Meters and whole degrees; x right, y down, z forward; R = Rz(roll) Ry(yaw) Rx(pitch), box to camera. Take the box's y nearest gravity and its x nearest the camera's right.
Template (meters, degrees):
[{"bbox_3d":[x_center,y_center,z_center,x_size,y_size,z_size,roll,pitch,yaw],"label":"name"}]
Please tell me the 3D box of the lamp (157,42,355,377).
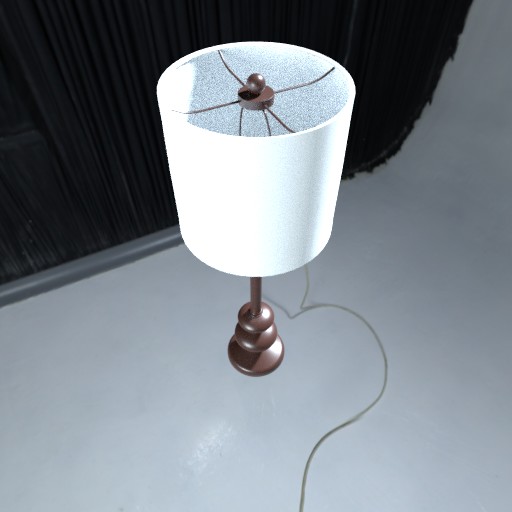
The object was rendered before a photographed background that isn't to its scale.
[{"bbox_3d":[0.000,0.000,0.819,0.254,0.690,0.254,-20,51,-17],"label":"lamp"}]
